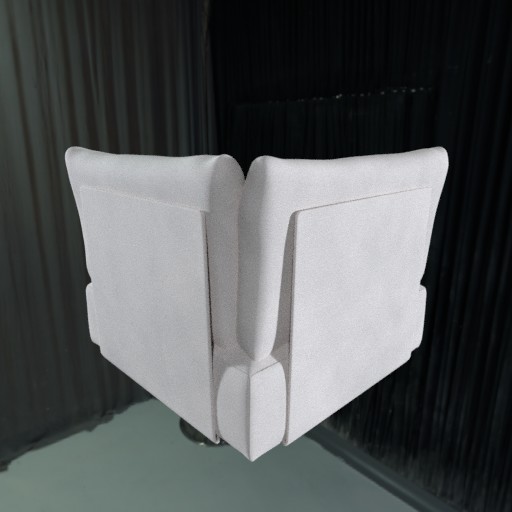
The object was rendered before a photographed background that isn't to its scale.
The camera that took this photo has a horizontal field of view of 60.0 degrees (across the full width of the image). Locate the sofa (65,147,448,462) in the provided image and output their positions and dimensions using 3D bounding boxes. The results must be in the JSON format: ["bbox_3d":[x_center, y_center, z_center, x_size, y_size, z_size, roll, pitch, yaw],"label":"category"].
[{"bbox_3d":[0.000,0.000,1.697,1.000,0.820,1.000,-15,22,-42],"label":"sofa"}]
